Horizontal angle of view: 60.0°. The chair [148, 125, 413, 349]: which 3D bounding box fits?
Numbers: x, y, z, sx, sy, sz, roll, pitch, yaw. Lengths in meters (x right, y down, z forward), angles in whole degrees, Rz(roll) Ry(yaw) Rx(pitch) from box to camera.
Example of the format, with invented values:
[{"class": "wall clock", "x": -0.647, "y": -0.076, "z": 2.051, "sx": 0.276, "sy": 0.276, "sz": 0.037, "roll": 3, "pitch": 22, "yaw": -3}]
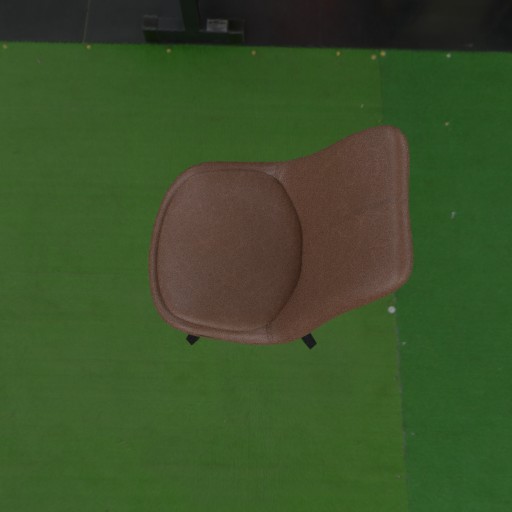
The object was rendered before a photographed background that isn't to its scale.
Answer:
[{"class": "chair", "x": 0.000, "y": 0.000, "z": 1.179, "sx": 0.550, "sy": 0.850, "sz": 0.475, "roll": 3, "pitch": 75, "yaw": 1}]
